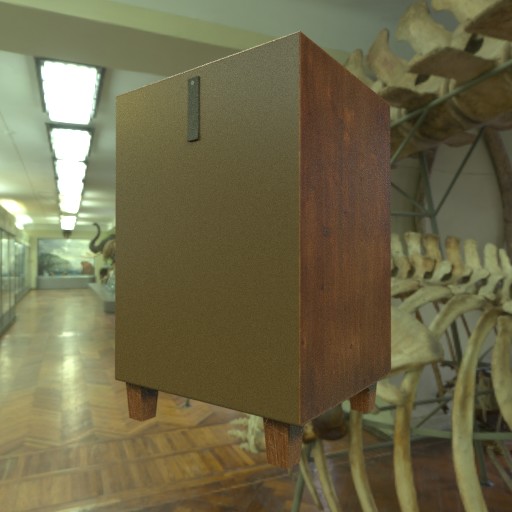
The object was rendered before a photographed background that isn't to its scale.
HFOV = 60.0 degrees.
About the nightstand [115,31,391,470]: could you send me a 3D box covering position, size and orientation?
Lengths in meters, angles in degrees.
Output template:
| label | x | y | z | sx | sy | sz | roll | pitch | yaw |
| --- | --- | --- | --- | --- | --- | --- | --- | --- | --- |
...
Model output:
| label | x | y | z | sx | sy | sz | roll | pitch | yaw |
| --- | --- | --- | --- | --- | --- | --- | --- | --- | --- |
| nightstand | 0.000 | 0.000 | 0.984 | 0.465 | 0.695 | 0.410 | -1 | -1 | 36 |
